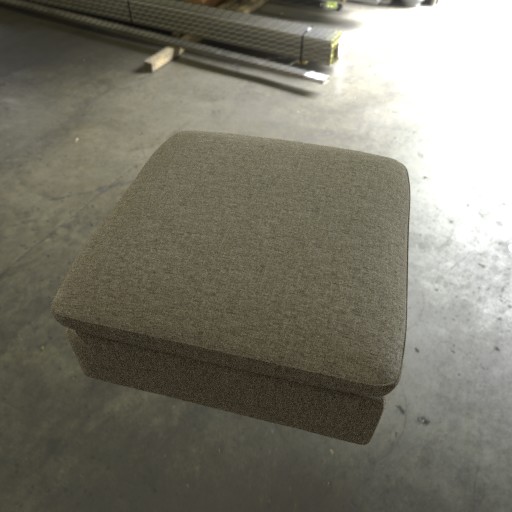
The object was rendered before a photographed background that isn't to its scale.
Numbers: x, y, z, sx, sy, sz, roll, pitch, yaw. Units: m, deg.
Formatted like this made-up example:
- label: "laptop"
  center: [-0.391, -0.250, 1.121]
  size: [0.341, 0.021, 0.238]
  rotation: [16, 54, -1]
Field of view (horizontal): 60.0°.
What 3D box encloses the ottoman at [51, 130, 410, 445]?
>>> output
- label: "ottoman"
  center: [0.000, 0.000, 1.631]
  size: [1.035, 0.526, 1.039]
  rotation: [10, 47, 10]
